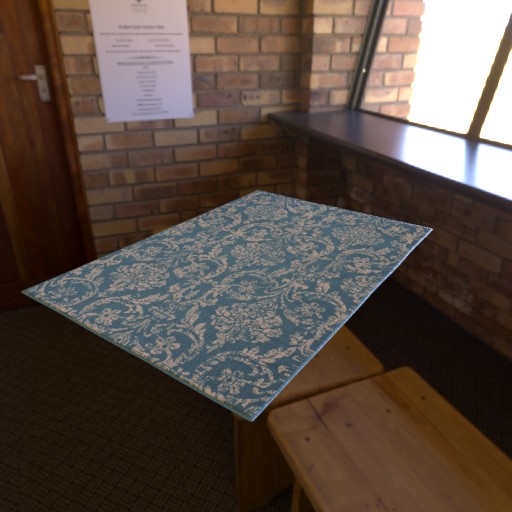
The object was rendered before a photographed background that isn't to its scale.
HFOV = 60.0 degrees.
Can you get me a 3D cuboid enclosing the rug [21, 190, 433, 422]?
[{"bbox_3d":[0.000,0.000,2.800,1.554,0.012,2.205,18,31,32],"label":"rug"}]
